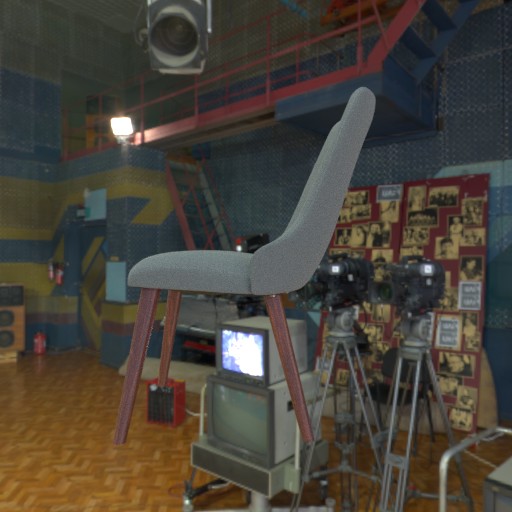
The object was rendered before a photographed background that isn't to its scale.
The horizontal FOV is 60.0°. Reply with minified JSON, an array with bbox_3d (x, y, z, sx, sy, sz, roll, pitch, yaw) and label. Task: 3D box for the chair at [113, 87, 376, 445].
[{"bbox_3d":[0.000,0.000,1.338,0.707,0.918,0.535,0,0,1],"label":"chair"}]
